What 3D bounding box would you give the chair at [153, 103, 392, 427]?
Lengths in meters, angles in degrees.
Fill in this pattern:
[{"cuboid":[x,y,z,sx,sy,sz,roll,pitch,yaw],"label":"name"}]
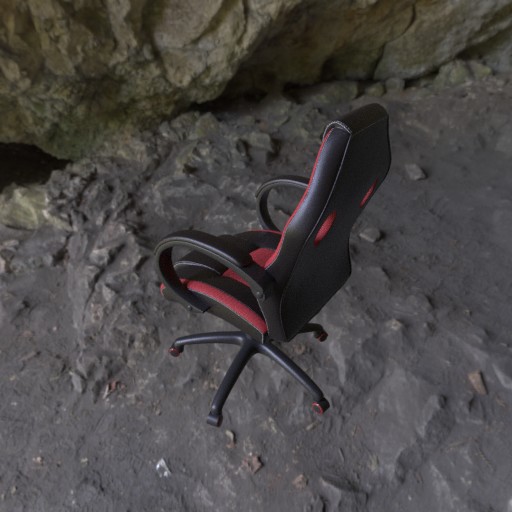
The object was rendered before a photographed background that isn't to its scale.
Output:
[{"cuboid":[0.000,0.000,1.713,0.783,1.189,0.750,20,37,30],"label":"chair"}]
